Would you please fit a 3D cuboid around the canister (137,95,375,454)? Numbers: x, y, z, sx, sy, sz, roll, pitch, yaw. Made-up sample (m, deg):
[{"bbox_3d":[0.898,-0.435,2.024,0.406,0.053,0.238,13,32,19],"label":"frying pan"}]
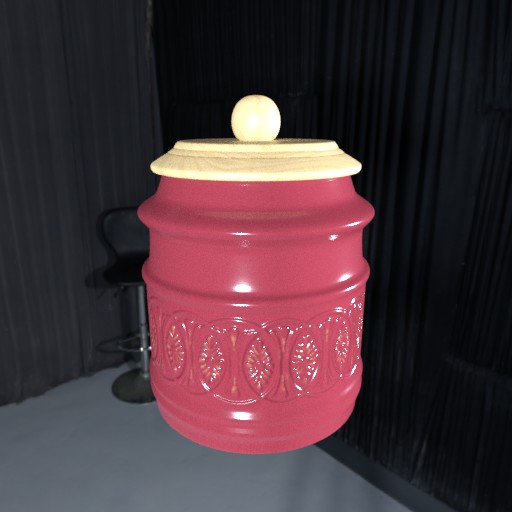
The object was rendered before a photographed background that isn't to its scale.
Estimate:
[{"bbox_3d":[0.000,0.000,0.258,0.130,0.176,0.130,0,17,0],"label":"canister"}]
